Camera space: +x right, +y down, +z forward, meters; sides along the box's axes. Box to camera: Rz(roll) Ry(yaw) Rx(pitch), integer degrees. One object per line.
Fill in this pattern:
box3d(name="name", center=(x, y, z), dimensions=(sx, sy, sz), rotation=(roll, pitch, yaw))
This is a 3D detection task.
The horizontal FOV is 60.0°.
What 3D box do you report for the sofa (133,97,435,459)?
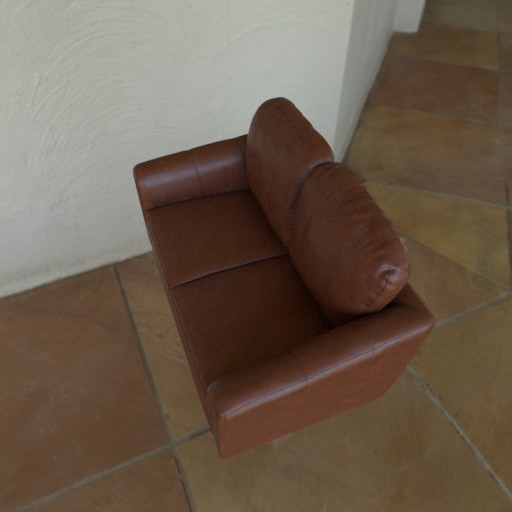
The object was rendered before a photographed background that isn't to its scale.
box3d(name="sofa", center=(0.000, 0.000, 1.940), dimensions=(0.805, 0.906, 1.406), rotation=(-16, 48, -15))
